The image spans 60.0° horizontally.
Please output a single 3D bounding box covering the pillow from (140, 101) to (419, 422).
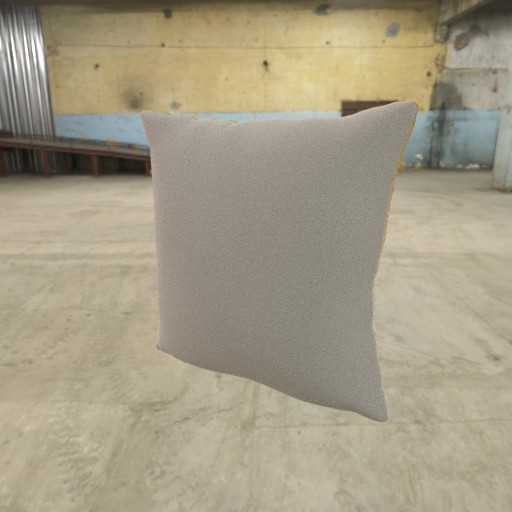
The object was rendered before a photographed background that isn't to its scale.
[{"bbox_3d":[0.000,0.000,0.700,0.450,0.450,0.211,9,18,28],"label":"pillow"}]
